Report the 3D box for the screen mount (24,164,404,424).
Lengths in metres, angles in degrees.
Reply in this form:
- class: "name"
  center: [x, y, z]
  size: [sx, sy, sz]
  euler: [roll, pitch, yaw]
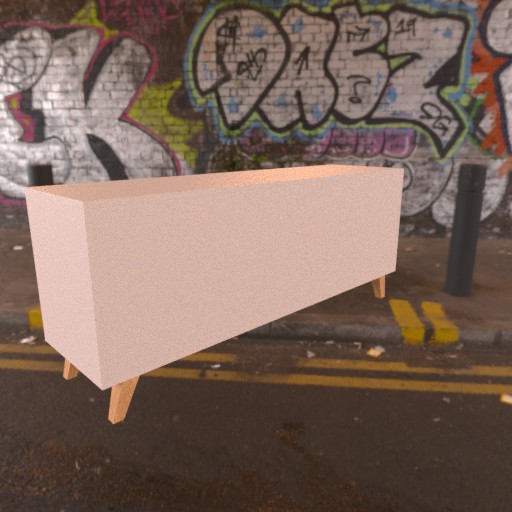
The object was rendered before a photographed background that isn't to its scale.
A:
- class: "screen mount"
  center: [0.000, 0.000, 1.733]
  size: [1.490, 0.619, 0.400]
  euler: [-14, 21, -42]
